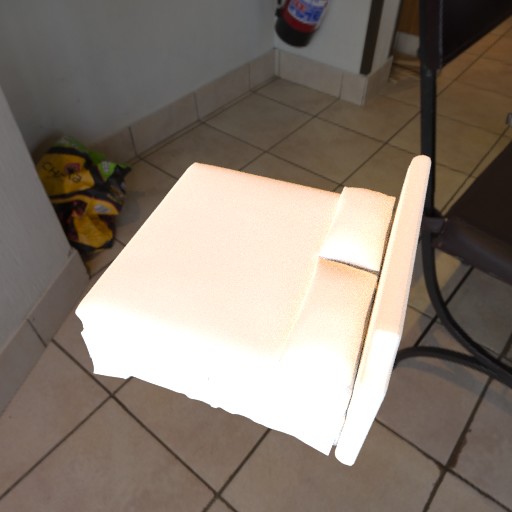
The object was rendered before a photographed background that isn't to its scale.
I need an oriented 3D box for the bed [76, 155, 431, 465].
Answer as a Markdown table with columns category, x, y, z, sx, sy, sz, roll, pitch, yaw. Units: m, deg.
| category | x | y | z | sx | sy | sz | roll | pitch | yaw |
| --- | --- | --- | --- | --- | --- | --- | --- | --- | --- |
| bed | 0.000 | 0.000 | 3.509 | 2.204 | 1.301 | 2.160 | 15 | 48 | 14 |
